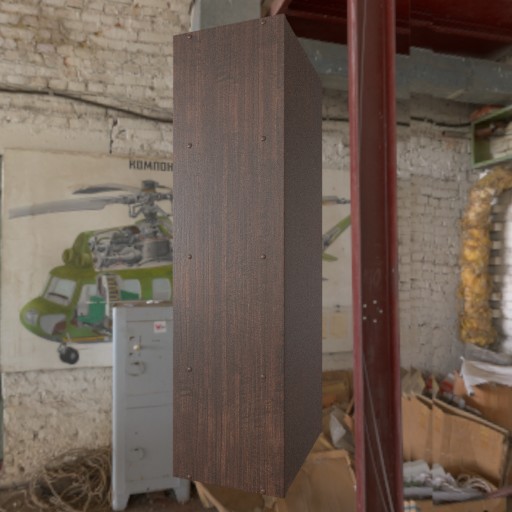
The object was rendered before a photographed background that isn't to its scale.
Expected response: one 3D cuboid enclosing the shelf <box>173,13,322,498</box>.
[{"bbox_3d":[0.000,0.000,1.246,0.290,1.099,0.415,0,0,20],"label":"shelf"}]
